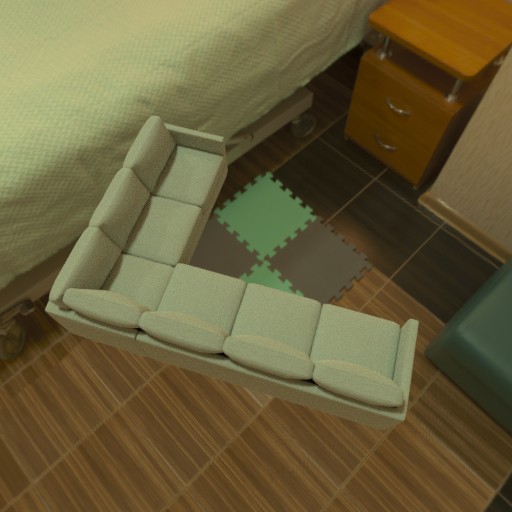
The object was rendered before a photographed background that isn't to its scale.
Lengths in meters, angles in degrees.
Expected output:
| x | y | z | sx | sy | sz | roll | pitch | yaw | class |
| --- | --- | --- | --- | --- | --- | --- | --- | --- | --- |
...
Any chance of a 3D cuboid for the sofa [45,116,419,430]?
| x | y | z | sx | sy | sz | roll | pitch | yaw | class |
| --- | --- | --- | --- | --- | --- | --- | --- | --- | --- |
| 0.000 | 0.000 | 4.587 | 3.333 | 0.934 | 2.522 | 15 | 63 | 8 | sofa |
